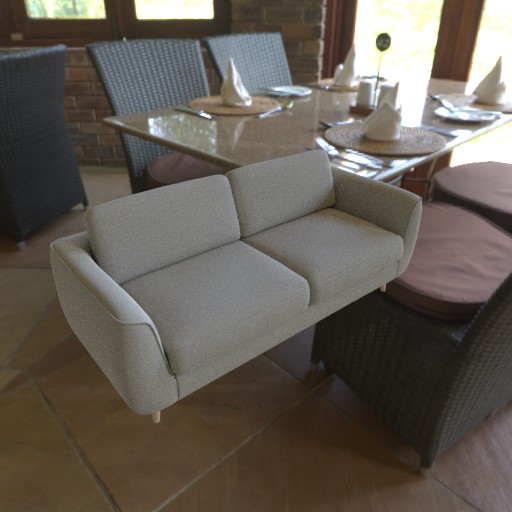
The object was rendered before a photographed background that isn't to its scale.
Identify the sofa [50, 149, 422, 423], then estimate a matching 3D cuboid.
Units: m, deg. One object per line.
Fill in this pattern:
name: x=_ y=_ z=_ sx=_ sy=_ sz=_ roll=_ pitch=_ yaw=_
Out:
sofa: x=0.000 y=0.000 z=2.501 sx=2.000 sy=0.850 sz=0.920 roll=-22 pitch=36 yaw=-34
